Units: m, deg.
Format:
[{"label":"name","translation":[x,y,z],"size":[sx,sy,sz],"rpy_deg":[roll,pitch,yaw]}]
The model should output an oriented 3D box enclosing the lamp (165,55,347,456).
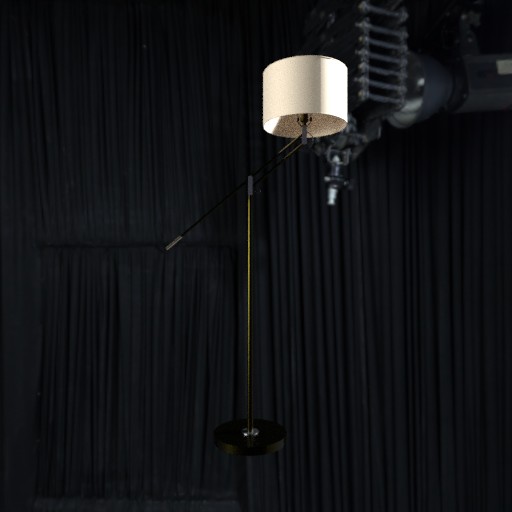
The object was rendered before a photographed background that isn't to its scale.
[{"label":"lamp","translation":[0.000,0.000,1.978],"size":[0.809,1.635,0.373],"rpy_deg":[0,0,0]}]
